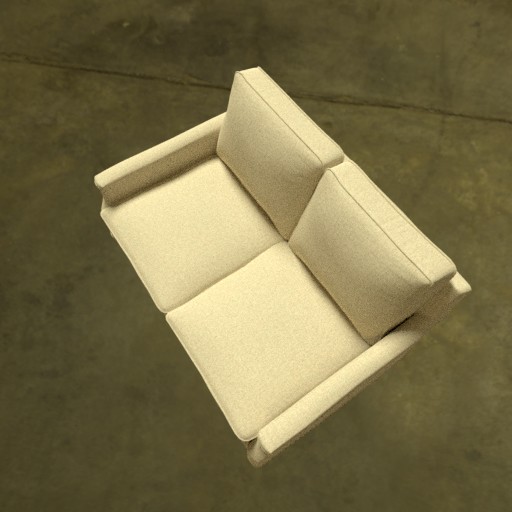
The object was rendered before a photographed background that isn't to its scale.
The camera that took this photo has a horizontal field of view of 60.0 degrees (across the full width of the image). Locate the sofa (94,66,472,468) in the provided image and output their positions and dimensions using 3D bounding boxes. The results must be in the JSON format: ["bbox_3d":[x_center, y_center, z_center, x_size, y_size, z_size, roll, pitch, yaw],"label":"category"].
[{"bbox_3d":[0.000,0.000,2.211,1.084,1.003,1.597,-31,67,-15],"label":"sofa"}]
